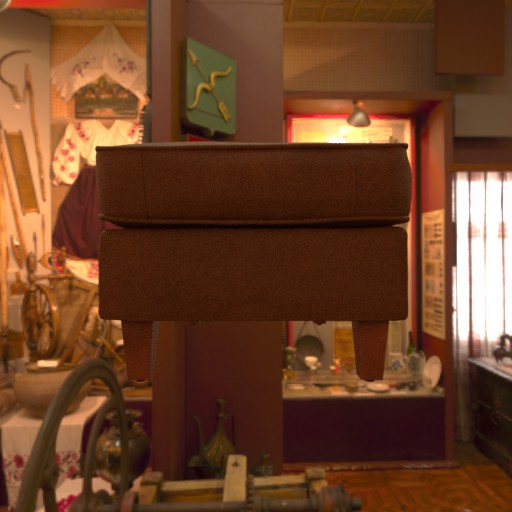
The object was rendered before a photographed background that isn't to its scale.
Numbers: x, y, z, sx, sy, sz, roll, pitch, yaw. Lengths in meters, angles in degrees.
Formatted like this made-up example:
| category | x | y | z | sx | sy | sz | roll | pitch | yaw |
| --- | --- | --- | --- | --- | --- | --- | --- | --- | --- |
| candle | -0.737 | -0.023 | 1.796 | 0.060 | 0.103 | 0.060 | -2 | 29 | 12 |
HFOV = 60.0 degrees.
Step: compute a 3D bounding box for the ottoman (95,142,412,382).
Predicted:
| category | x | y | z | sx | sy | sz | roll | pitch | yaw |
| --- | --- | --- | --- | --- | --- | --- | --- | --- | --- |
| ottoman | 0.000 | 0.000 | 1.203 | 0.596 | 0.481 | 0.860 | 0 | 0 | 0 |
